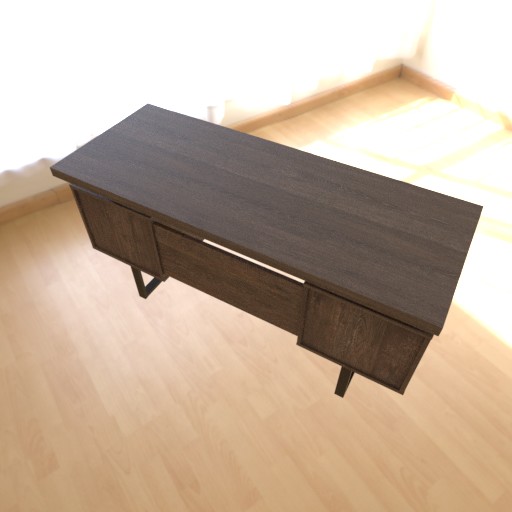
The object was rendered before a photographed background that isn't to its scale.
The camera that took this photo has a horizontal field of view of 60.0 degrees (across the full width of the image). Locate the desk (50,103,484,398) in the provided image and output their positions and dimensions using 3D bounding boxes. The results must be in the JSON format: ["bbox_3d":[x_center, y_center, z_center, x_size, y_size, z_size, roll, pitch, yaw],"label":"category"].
[{"bbox_3d":[0.000,0.000,1.932,1.524,0.760,0.600,22,50,20],"label":"desk"}]
